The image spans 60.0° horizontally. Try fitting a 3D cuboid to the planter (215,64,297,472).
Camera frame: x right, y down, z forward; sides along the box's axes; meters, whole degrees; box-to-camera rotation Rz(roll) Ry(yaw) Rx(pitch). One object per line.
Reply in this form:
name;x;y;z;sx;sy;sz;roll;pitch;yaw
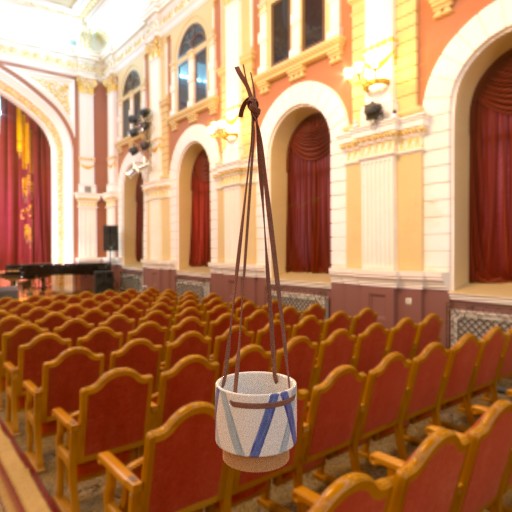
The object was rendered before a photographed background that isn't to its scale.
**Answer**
planter;0.000;0.000;0.830;0.153;0.753;0.157;0;1;-38
